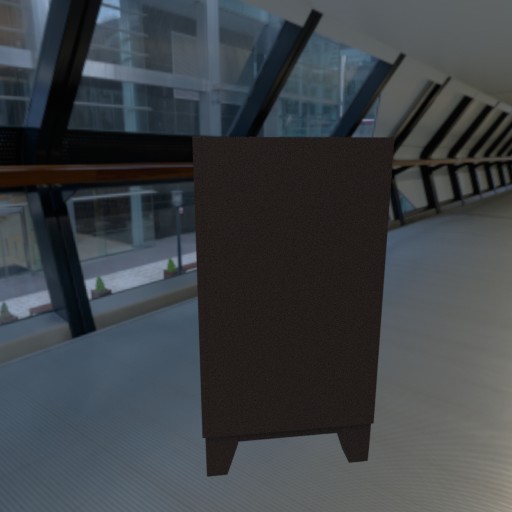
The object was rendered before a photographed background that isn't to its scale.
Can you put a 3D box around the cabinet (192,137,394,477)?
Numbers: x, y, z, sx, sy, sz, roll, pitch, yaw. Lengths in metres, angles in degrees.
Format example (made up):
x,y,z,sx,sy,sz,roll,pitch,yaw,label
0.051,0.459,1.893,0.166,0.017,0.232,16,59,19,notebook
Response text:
x,y,z,sx,sy,sz,roll,pitch,yaw,label
0.000,0.000,1.816,0.482,0.914,1.396,-2,14,-8,cabinet
